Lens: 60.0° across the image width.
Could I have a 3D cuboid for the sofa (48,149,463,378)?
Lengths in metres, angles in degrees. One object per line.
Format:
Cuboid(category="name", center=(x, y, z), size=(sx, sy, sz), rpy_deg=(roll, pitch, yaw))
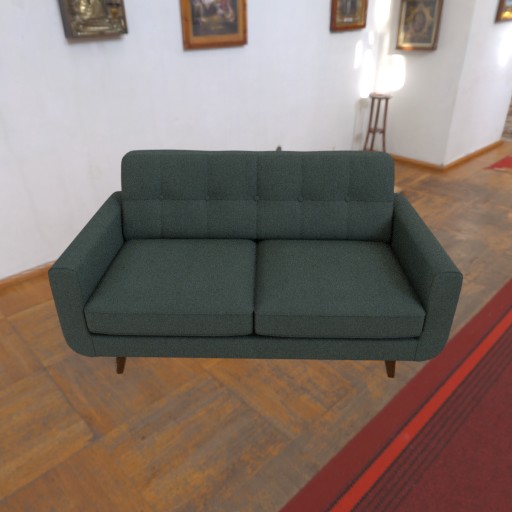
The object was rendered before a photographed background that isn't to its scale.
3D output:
Cuboid(category="sofa", center=(0.000, 0.000, 2.163), size=(1.631, 0.841, 0.909), rpy_deg=(1, 29, 1))
